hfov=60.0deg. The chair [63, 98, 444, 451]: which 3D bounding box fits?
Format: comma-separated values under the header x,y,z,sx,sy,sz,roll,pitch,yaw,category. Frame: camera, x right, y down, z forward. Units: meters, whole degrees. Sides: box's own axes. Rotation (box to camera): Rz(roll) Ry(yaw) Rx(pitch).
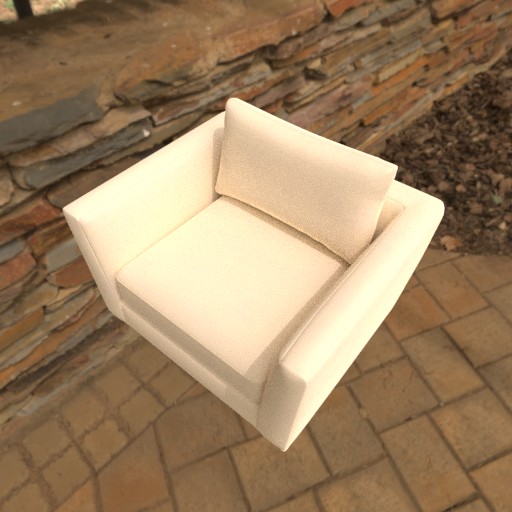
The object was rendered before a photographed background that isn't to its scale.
x,y,z,sx,sy,sz,roll,pitch,yaw,category
0.000,0.000,1.721,1.041,0.865,0.889,31,55,25,chair
